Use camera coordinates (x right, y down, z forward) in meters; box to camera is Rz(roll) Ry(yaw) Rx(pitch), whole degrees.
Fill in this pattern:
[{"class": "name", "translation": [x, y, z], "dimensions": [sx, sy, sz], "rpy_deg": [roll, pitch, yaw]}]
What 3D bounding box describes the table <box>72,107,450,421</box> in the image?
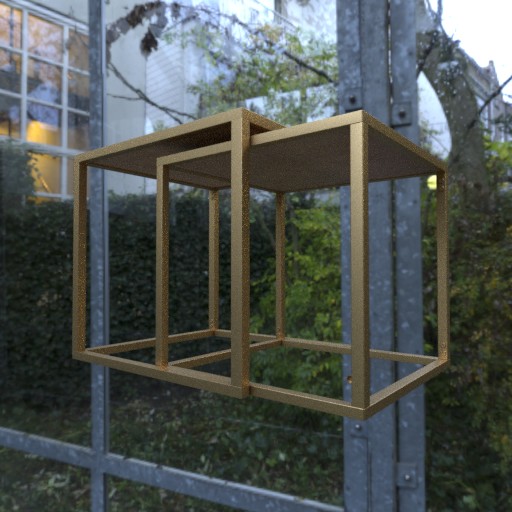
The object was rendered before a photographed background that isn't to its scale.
[{"class": "table", "translation": [0.000, 0.000, 1.064], "dimensions": [0.762, 0.505, 0.505], "rpy_deg": [-1, -2, 38]}]
